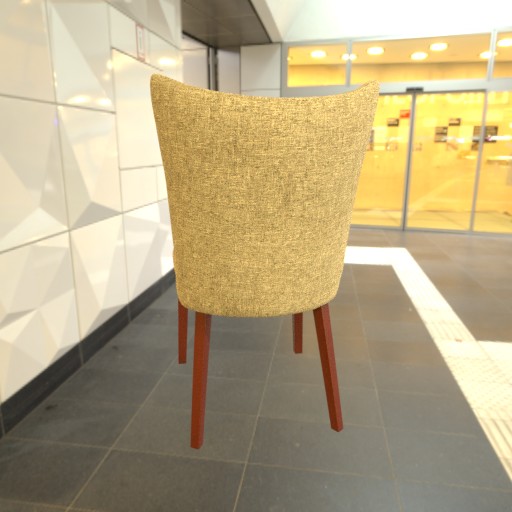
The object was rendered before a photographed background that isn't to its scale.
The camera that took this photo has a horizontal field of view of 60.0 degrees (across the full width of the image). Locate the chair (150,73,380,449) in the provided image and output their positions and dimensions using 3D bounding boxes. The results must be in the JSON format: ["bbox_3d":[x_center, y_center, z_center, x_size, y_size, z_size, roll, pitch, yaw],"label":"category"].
[{"bbox_3d":[0.000,0.000,1.282,0.535,0.924,0.623,-3,14,-10],"label":"chair"}]
